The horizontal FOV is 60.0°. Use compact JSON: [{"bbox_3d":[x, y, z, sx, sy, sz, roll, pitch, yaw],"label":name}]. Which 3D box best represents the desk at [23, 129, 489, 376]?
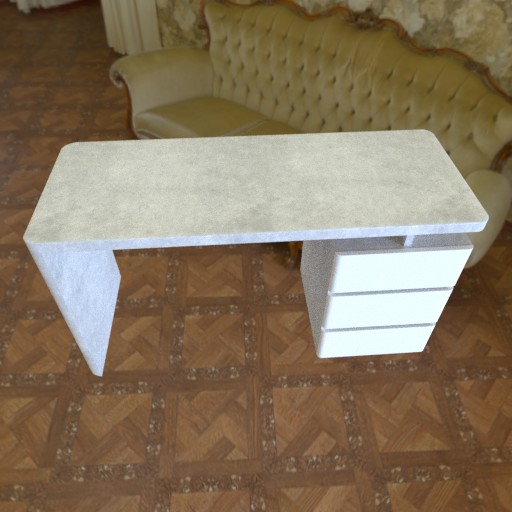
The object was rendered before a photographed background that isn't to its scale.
[{"bbox_3d":[0.000,0.000,1.765,1.400,0.755,0.550,-3,46,-3],"label":"desk"}]
